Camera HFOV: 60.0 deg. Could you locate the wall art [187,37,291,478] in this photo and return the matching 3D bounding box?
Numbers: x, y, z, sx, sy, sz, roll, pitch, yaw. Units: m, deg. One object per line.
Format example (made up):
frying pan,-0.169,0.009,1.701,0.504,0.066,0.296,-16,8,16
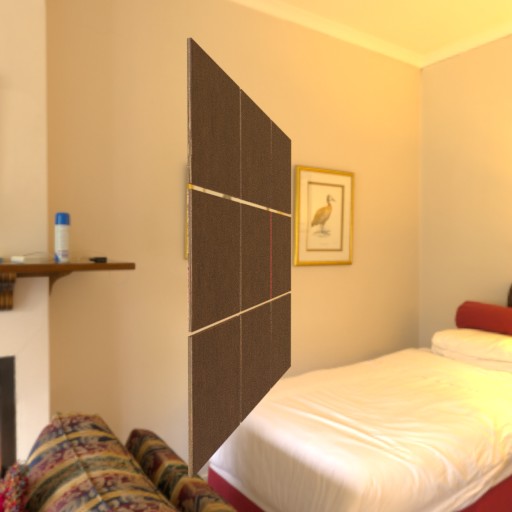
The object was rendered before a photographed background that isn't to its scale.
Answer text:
wall art,0.000,0.000,1.799,0.013,1.213,1.215,0,1,17
